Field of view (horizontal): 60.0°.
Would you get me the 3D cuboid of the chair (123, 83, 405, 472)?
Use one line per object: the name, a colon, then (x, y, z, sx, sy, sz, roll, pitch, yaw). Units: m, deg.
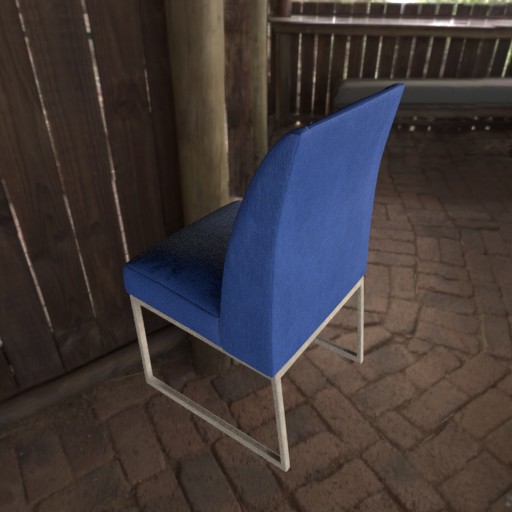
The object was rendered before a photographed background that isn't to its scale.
chair: (0.000, 0.000, 1.185, 0.522, 0.863, 0.508, 21, 38, 29)
